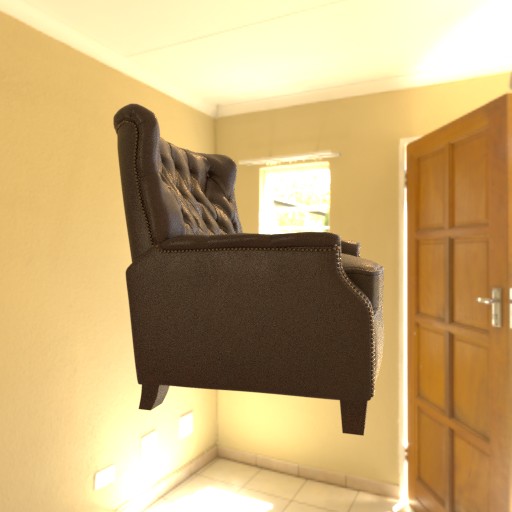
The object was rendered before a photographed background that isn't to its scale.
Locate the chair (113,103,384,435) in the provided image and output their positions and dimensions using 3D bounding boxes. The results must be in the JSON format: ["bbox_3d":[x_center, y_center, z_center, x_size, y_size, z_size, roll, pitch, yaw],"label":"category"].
[{"bbox_3d":[0.000,0.000,1.485,0.823,0.864,0.709,0,0,18],"label":"chair"}]
